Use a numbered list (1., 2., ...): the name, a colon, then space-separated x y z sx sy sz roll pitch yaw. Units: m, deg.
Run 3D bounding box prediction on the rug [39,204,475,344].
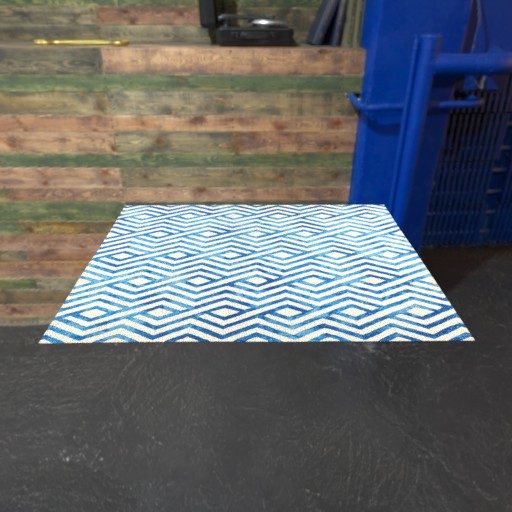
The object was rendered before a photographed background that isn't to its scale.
1. rug: 0.000 0.000 4.174 3.059 0.008 2.453 0 29 0
